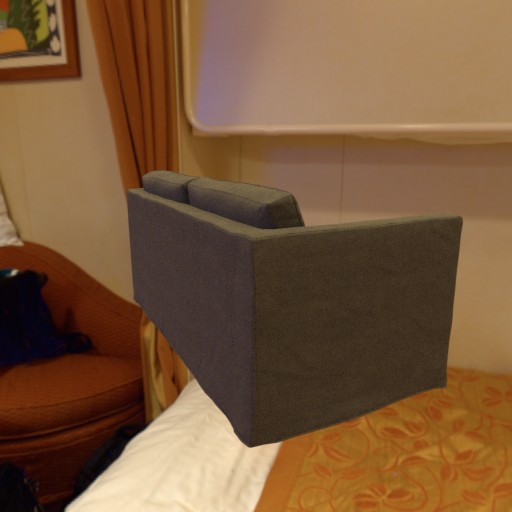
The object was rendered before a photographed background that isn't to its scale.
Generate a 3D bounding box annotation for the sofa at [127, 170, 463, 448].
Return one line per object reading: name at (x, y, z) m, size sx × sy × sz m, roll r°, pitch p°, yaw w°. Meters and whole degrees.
sofa at (0.000, 0.000, 2.344) m, size 0.974 × 0.854 × 1.802 m, roll -7°, pitch 15°, yaw -27°
